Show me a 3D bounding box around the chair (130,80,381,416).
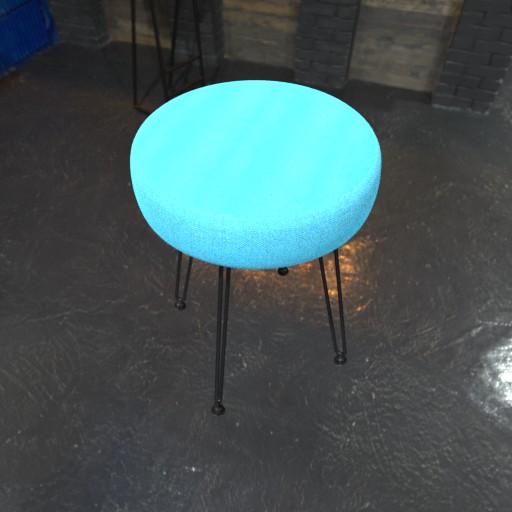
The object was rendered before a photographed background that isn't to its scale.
[{"bbox_3d":[0.000,0.000,0.680,0.350,0.440,0.350,16,50,14],"label":"chair"}]
